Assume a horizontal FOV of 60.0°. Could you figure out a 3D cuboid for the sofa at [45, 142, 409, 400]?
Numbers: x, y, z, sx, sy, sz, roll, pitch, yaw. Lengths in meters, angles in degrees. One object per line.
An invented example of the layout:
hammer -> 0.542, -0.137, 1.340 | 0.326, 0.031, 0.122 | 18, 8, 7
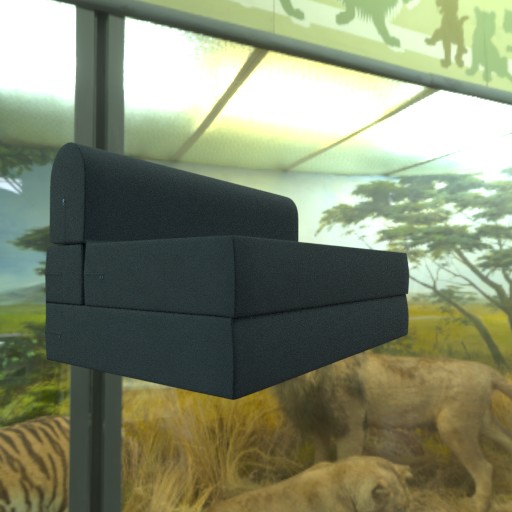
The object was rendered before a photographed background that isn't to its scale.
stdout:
sofa -> 0.000, 0.000, 1.646 | 0.762, 0.660, 1.219 | -1, -2, 36
